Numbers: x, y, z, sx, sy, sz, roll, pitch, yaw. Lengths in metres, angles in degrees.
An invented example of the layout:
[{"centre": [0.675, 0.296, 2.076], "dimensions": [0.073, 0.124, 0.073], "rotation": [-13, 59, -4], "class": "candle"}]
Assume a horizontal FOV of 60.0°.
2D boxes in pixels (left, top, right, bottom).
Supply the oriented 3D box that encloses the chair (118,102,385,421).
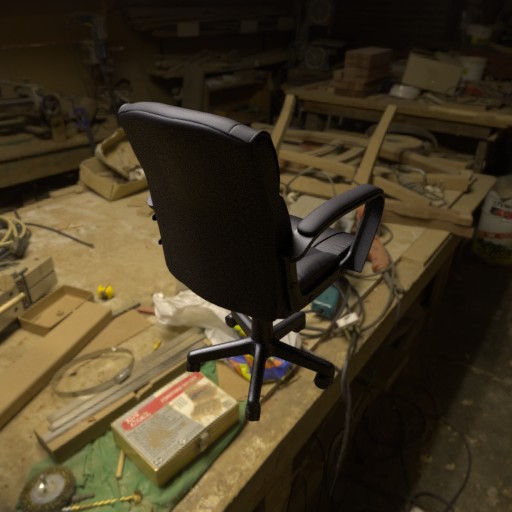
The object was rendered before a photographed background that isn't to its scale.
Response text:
[{"centre": [0.000, 0.000, 1.399], "dimensions": [0.576, 0.998, 0.641], "rotation": [22, 37, 33], "class": "chair"}]
